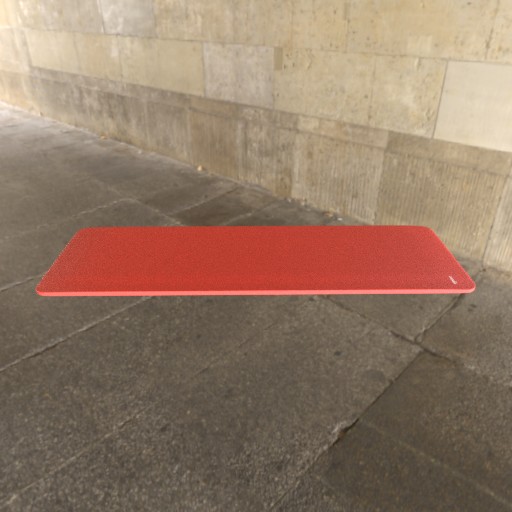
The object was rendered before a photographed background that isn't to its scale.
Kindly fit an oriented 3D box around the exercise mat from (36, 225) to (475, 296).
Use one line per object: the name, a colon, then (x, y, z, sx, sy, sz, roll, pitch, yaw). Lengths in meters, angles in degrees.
exercise mat: (0.000, 0.000, 2.100, 1.869, 0.021, 0.616, 0, 29, -1)
